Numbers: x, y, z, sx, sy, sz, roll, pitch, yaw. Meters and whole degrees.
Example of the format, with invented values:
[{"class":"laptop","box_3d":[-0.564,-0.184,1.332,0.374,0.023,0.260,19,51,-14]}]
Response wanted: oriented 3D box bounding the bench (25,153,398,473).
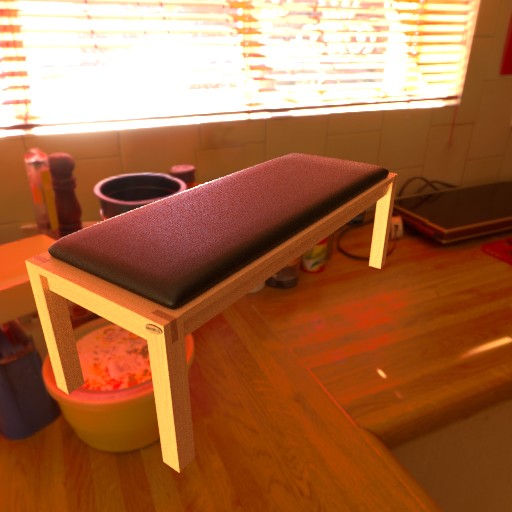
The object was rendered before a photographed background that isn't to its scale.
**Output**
[{"class":"bench","box_3d":[0.000,0.000,1.411,0.450,0.430,1.202,17,31,31]}]
